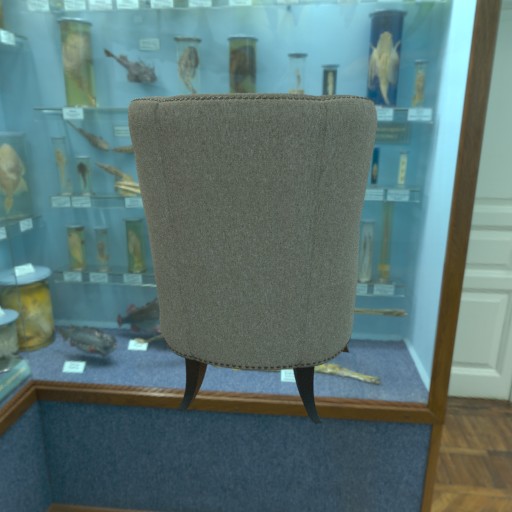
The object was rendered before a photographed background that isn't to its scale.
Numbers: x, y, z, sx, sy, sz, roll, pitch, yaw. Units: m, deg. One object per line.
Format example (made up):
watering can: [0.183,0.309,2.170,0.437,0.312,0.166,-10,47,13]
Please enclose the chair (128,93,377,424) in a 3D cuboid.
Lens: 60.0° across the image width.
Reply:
chair: [0.000,0.000,1.596,0.759,1.060,0.758,2,16,8]
